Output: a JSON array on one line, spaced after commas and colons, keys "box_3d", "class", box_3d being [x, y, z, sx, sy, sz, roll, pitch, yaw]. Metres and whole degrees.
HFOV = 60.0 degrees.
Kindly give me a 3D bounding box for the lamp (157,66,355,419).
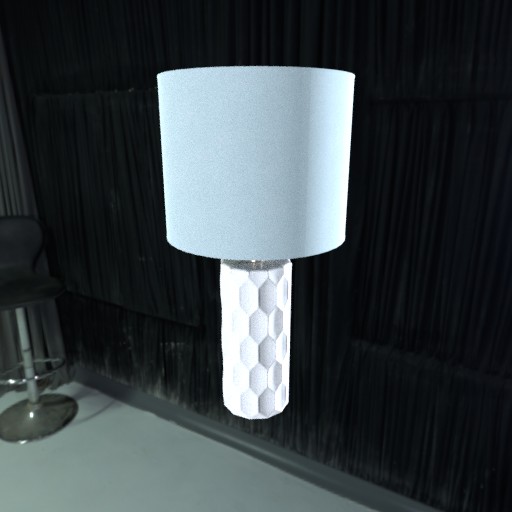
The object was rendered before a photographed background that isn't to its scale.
[{"box_3d": [0.000, 0.000, 0.712, 0.277, 0.534, 0.277, 8, 19, 25], "class": "lamp"}]
